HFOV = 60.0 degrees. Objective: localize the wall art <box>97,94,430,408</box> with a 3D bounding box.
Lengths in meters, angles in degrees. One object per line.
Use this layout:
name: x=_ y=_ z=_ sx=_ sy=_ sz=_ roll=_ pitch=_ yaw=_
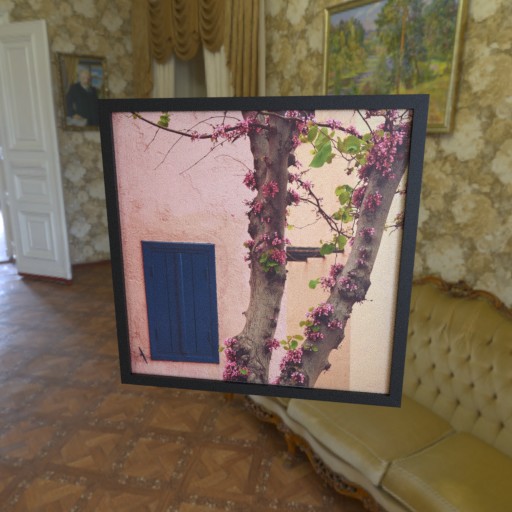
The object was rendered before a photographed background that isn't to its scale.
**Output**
wall art: x=0.000 y=0.000 z=0.752 sx=0.508 sy=0.508 sz=0.038 roll=2 pitch=15 yaw=9
